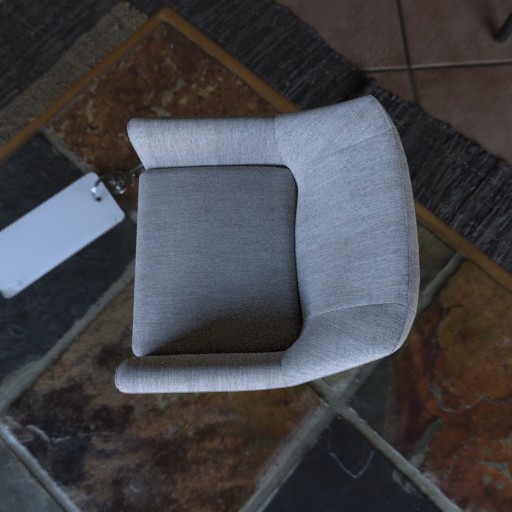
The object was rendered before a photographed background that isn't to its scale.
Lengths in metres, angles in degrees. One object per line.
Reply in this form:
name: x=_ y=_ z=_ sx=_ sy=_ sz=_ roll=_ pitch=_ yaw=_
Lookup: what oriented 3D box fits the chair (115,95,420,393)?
chair: x=0.000 y=0.000 z=1.392 sx=0.758 sy=0.761 sz=0.796 roll=-1 pitch=76 yaw=0
